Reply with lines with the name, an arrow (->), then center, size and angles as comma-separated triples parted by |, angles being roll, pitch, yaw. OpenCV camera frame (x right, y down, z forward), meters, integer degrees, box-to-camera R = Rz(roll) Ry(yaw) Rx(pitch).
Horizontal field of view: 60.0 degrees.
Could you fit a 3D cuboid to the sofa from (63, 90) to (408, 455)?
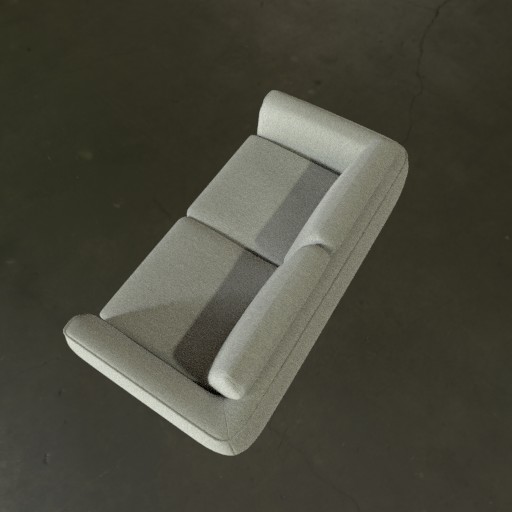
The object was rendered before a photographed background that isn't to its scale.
sofa -> 0.000, 0.000, 2.208 | 0.920, 0.850, 1.700 | 29, 66, 15
